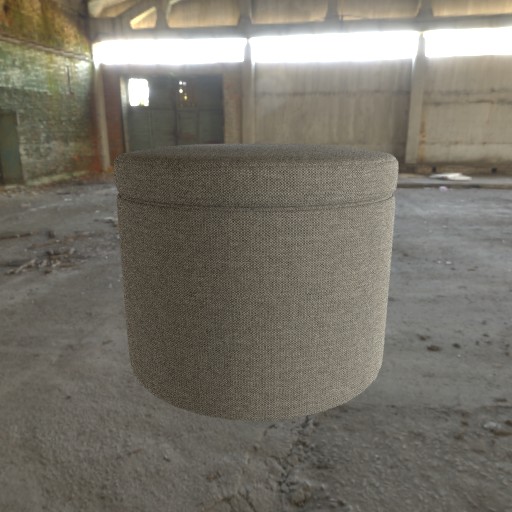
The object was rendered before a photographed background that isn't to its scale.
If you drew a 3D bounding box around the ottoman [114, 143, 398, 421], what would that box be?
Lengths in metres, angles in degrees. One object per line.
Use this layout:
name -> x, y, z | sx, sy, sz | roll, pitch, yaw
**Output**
ottoman -> 0.000, 0.000, 0.859 | 0.500, 0.419, 0.500 | 0, 15, 0
